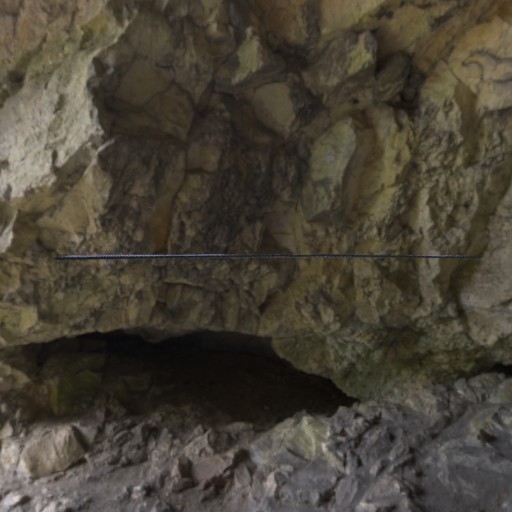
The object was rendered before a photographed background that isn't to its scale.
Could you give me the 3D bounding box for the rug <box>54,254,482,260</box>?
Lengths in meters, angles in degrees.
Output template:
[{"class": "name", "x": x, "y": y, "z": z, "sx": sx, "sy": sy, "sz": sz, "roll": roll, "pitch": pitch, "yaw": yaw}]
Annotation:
[{"class": "rug", "x": 0.000, "y": 0.000, "z": 2.252, "sx": 1.777, "sy": 0.021, "sz": 1.145, "roll": 0, "pitch": 0, "yaw": -18}]
